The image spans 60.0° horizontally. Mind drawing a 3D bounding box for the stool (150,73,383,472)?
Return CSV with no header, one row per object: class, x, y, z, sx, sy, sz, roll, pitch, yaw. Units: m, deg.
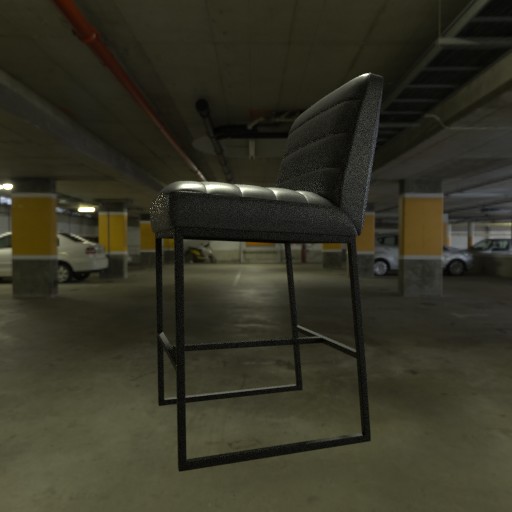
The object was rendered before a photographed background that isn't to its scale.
stool,0.000,0.000,1.250,0.552,0.938,0.457,0,2,-18
